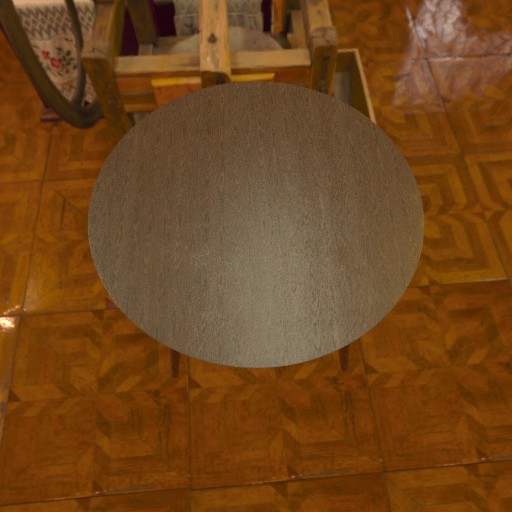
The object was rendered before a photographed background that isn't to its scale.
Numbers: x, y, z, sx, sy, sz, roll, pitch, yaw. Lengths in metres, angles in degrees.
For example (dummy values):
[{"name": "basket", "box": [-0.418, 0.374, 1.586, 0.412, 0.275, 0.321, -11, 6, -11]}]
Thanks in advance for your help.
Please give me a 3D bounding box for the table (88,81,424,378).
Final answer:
[{"name": "table", "box": [0.000, 0.000, 1.758, 1.053, 0.786, 1.053, 0, 64, 0]}]
